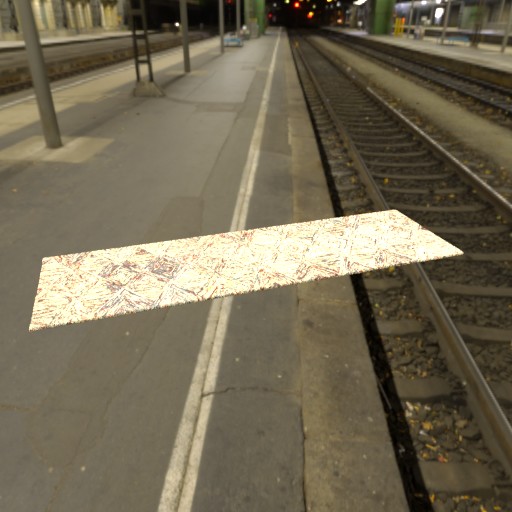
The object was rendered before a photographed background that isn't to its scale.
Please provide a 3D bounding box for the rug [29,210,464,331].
[{"bbox_3d":[0.000,0.000,2.514,2.292,0.015,0.688,-9,29,-16],"label":"rug"}]
